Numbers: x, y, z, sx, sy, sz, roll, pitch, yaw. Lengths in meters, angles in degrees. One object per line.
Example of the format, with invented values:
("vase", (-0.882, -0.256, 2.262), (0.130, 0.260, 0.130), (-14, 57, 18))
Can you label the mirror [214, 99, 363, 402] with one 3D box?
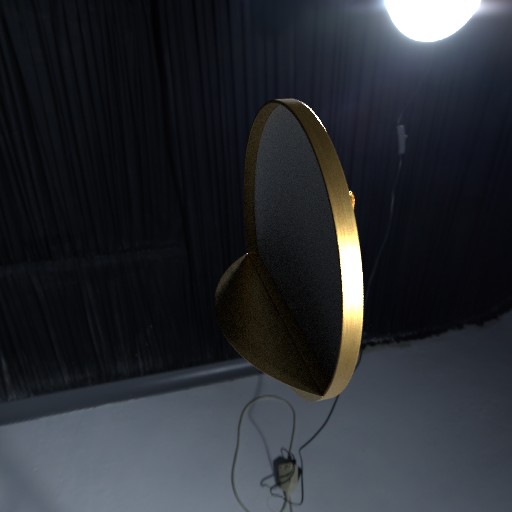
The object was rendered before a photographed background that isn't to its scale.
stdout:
("mirror", (0.000, 0.000, 0.692), (0.133, 0.457, 0.457), (-8, 31, -13))
